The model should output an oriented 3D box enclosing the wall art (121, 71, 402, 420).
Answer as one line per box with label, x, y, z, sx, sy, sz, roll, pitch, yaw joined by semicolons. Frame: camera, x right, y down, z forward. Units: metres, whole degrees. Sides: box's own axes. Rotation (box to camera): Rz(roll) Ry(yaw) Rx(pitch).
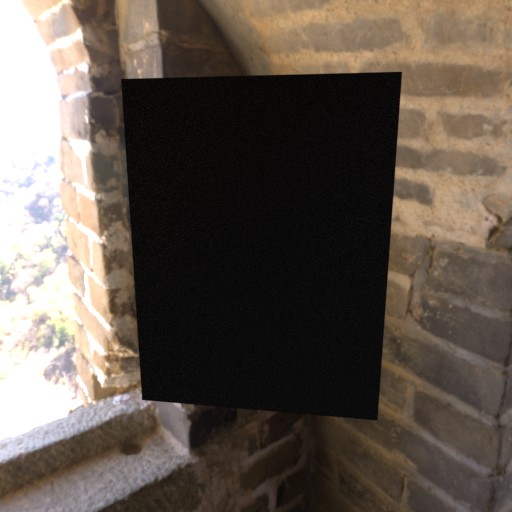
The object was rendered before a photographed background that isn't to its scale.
wall art;0.000;0.000;1.398;0.806;1.062;0.038;2;13;8
